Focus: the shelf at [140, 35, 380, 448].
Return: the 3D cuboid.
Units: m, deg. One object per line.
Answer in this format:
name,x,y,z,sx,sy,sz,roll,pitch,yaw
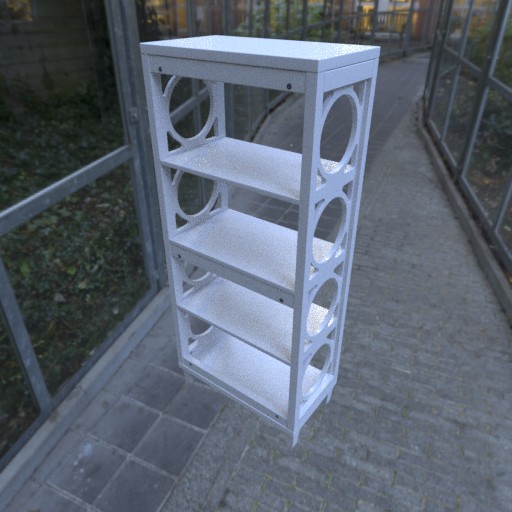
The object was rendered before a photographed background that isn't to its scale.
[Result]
shelf,0.000,0.000,1.632,0.611,1.411,0.340,21,37,31
